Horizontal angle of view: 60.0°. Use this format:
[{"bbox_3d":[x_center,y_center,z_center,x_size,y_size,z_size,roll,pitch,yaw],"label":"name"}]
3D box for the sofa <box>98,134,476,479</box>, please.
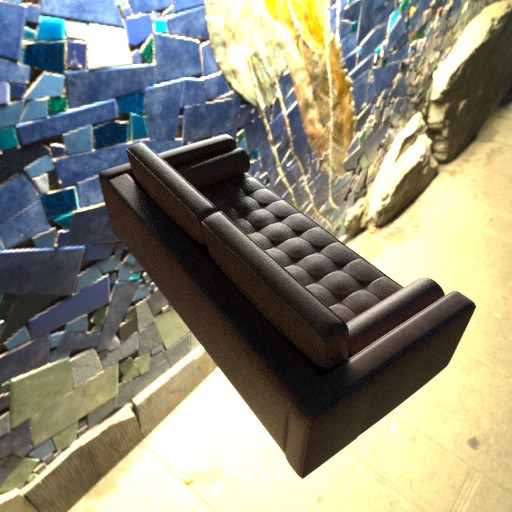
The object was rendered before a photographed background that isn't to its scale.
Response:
[{"bbox_3d":[0.000,0.000,2.260,0.910,0.760,1.870,-25,47,-26],"label":"sofa"}]
